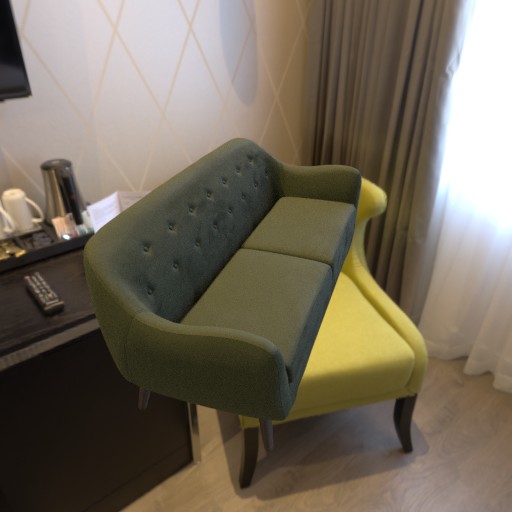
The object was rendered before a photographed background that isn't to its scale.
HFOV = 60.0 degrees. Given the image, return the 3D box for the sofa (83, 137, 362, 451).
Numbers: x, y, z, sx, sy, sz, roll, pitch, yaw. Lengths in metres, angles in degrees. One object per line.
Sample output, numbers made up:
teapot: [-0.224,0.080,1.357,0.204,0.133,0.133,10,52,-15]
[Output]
sofa: [0.000,0.000,2.300,0.820,0.836,1.840,10,32,17]
